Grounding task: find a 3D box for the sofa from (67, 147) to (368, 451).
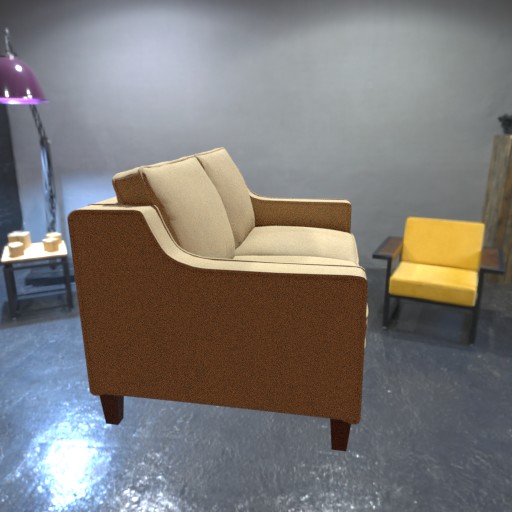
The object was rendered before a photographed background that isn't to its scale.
[{"bbox_3d":[0.000,0.000,2.148,0.987,0.971,1.501,3,16,9],"label":"sofa"}]
